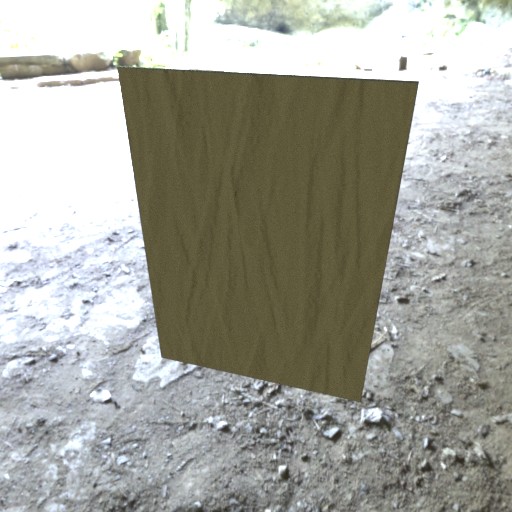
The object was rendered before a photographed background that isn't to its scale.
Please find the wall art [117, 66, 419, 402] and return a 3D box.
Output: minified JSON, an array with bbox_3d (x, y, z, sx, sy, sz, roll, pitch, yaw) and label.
[{"bbox_3d":[0.000,0.000,1.446,0.810,1.116,0.016,9,33,14],"label":"wall art"}]
